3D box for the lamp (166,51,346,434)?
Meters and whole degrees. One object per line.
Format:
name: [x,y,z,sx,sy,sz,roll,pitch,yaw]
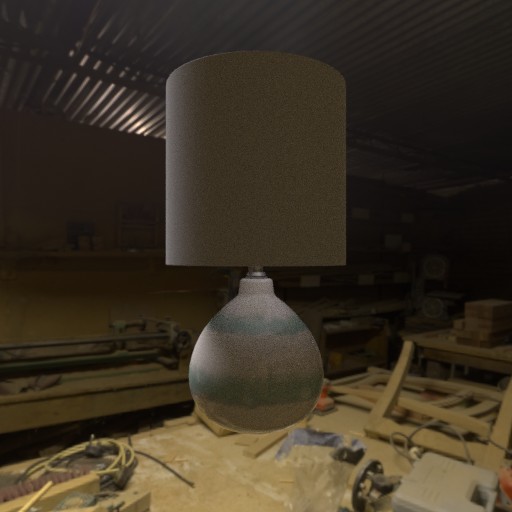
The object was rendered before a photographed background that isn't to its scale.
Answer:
lamp: [0.000,0.000,0.544,0.217,0.404,0.217,0,0,-37]
